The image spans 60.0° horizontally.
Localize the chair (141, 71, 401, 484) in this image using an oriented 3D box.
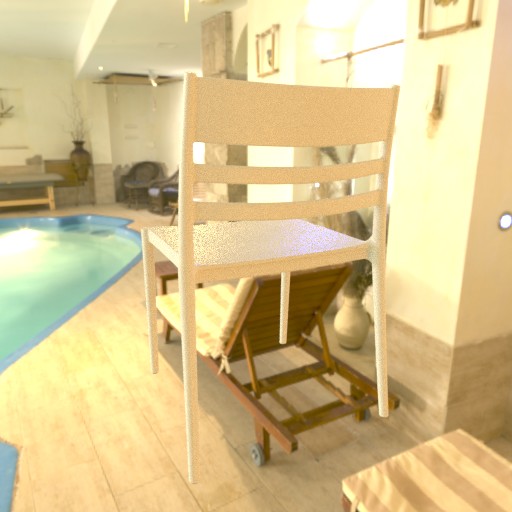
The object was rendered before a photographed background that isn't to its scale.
[{"bbox_3d":[0.000,0.000,1.126,0.531,0.800,0.511,-7,17,-25],"label":"chair"}]
